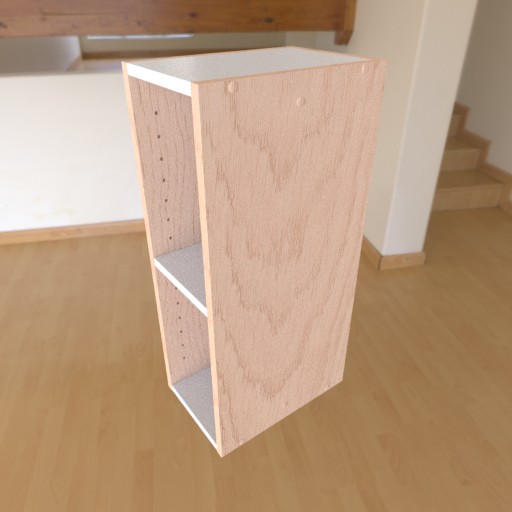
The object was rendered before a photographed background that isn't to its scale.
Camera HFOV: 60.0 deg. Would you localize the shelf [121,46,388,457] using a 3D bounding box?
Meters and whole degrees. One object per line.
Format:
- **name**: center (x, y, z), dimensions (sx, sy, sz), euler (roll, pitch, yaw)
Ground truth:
- **shelf**: center (0.000, 0.000, 0.737), dimensions (0.290, 0.600, 0.200), euler (-21, 37, -30)
